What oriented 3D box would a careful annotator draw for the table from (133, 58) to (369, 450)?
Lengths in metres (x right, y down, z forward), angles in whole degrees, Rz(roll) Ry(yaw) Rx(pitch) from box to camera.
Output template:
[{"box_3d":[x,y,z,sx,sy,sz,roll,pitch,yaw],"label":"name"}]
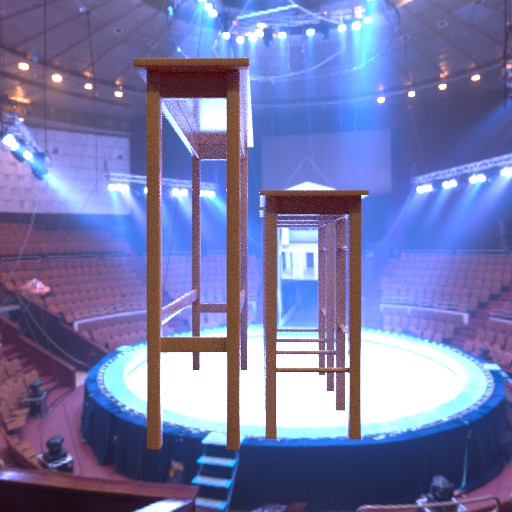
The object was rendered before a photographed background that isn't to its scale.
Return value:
[{"box_3d":[0.000,0.000,1.643,0.650,1.065,0.915,0,0,0],"label":"table"}]
